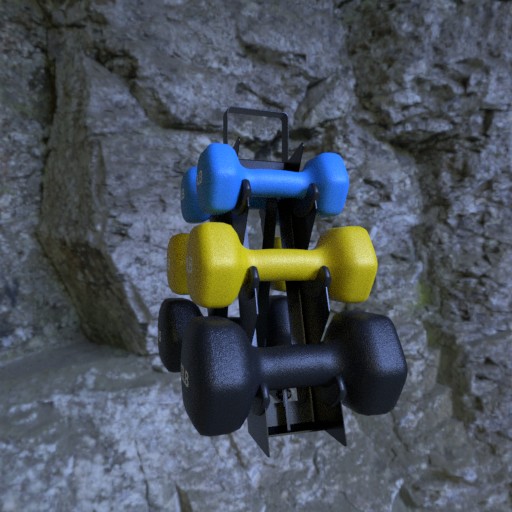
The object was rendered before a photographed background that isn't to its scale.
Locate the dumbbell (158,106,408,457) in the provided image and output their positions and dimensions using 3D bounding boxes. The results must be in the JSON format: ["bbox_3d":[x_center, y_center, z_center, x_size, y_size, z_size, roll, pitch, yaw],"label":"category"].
[{"bbox_3d":[0.000,0.000,0.653,0.255,0.426,0.409,0,-1,-18],"label":"dumbbell"}]
